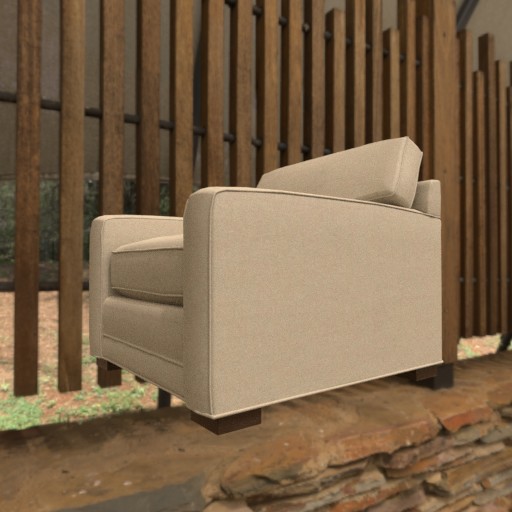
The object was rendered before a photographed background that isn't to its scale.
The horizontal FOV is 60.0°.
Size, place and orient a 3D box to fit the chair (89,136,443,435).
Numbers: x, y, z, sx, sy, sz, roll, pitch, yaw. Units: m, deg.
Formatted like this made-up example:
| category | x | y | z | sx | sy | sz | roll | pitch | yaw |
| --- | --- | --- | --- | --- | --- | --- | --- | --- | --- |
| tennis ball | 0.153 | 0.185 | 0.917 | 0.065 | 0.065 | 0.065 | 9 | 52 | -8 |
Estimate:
| category | x | y | z | sx | sy | sz | roll | pitch | yaw |
| --- | --- | --- | --- | --- | --- | --- | --- | --- | --- |
| chair | 0.000 | 0.000 | 1.774 | 1.043 | 0.913 | 0.998 | 1 | -1 | -37 |
